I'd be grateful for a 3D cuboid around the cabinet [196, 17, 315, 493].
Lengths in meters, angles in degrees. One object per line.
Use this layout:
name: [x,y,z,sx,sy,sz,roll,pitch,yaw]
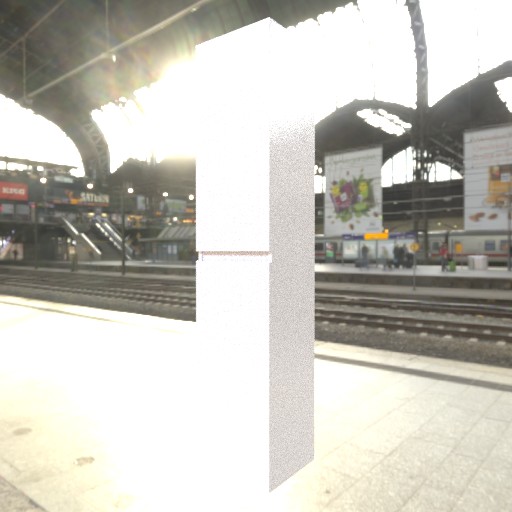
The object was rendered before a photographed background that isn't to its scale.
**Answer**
cabinet: [0.000,0.000,1.499,0.300,1.400,0.269,0,1,37]
